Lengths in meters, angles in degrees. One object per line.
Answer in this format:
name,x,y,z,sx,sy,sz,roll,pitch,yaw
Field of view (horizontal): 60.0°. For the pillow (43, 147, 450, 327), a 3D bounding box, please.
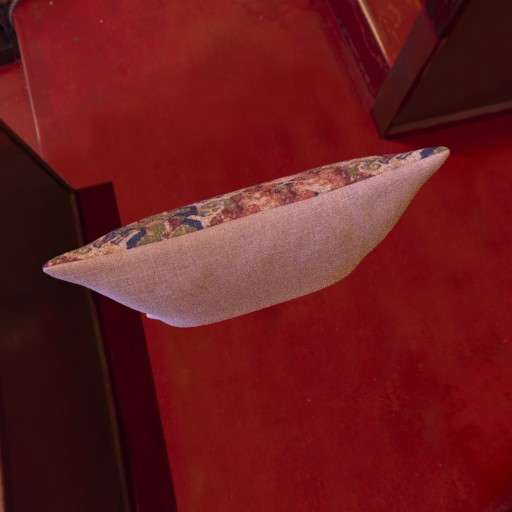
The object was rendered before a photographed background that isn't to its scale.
pillow,0.000,0.000,0.778,0.523,0.506,0.166,-17,76,-4
